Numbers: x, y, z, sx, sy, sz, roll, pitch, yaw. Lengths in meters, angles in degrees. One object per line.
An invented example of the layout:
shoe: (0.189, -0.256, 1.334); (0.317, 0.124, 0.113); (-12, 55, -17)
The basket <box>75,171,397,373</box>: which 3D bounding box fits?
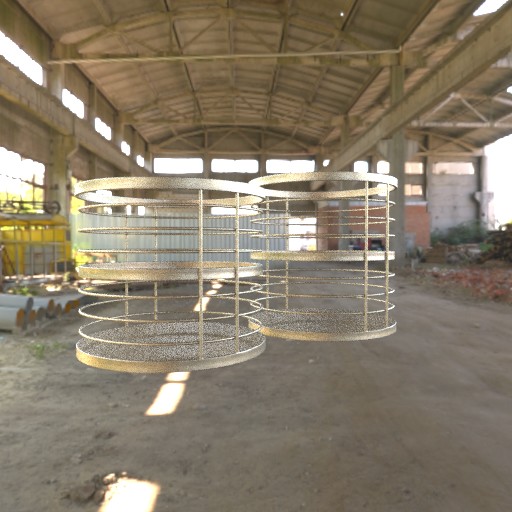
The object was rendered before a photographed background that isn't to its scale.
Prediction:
basket: (0.000, 0.000, 0.974); (0.746, 0.351, 0.356); (-1, 2, -35)
